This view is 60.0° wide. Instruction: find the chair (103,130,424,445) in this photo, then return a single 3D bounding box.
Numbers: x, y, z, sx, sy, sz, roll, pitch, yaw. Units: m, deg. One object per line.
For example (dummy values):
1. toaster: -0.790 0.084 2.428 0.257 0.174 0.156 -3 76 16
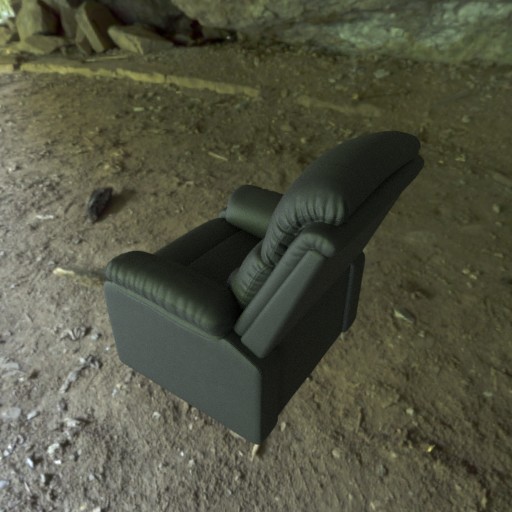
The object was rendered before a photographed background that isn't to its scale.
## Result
1. chair: 0.000 0.000 1.653 0.919 0.992 0.855 20 38 28
